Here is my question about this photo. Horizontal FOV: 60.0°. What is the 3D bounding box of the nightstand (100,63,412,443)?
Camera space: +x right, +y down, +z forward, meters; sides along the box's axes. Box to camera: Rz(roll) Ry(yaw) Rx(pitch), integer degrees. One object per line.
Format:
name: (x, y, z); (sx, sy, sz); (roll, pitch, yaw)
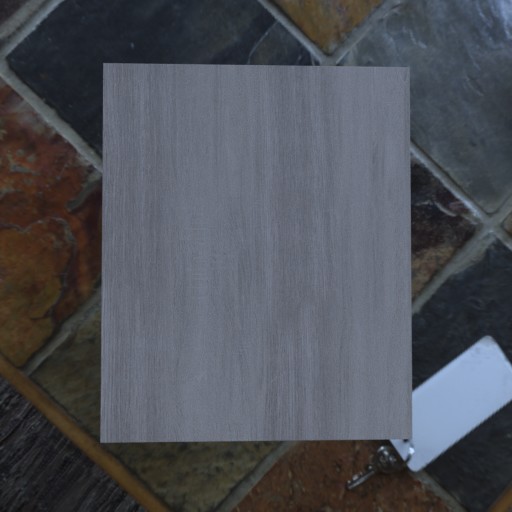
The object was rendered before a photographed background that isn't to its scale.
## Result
nightstand: (0.000, 0.000, 0.781); (0.380, 0.500, 0.450); (0, 89, -2)
